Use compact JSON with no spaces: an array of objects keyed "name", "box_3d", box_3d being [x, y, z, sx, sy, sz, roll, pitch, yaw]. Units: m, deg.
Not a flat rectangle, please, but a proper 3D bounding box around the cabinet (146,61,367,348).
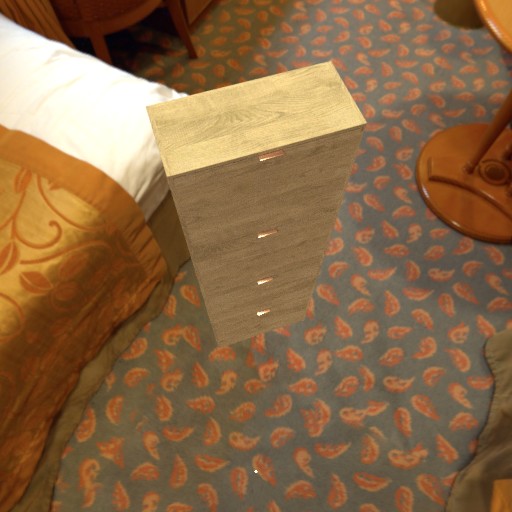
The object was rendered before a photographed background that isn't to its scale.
[{"name":"cabinet","box_3d":[0.000,0.000,1.865,0.520,1.630,0.250,-17,65,-8]}]
